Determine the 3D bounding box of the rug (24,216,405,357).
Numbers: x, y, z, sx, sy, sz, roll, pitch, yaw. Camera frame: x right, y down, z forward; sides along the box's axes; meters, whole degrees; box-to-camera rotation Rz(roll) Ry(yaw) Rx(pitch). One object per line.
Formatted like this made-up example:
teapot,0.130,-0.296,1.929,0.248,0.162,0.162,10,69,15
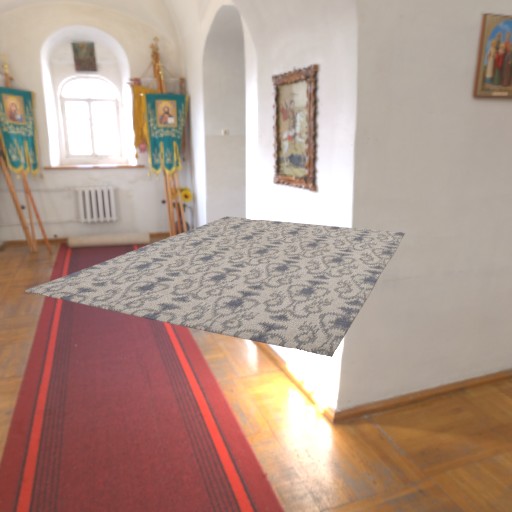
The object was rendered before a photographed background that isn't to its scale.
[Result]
rug,0.000,0.000,2.993,1.676,0.013,2.261,7,18,24
